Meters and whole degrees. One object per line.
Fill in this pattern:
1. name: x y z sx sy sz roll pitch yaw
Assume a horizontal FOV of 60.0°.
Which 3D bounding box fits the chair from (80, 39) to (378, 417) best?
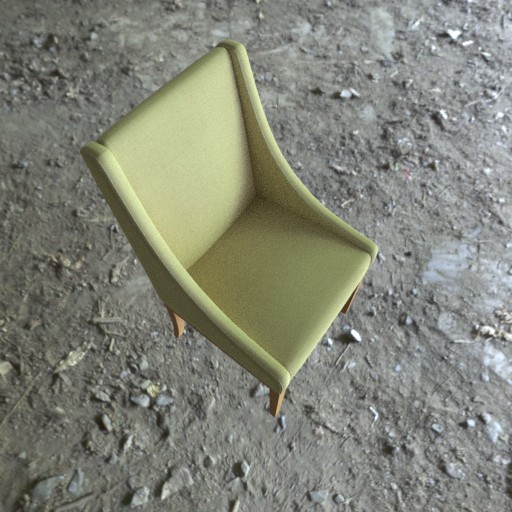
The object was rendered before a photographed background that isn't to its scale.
1. chair: 0.000 0.000 1.424 0.611 1.021 0.575 32 63 18
